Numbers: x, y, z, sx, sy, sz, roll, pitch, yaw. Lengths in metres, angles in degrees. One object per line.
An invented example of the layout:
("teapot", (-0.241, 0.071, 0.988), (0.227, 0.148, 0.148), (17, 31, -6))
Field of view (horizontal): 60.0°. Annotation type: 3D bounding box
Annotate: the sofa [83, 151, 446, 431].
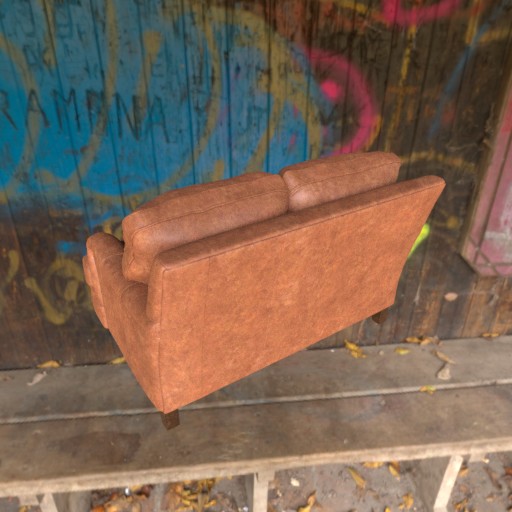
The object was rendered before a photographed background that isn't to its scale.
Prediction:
("sofa", (0.000, 0.000, 2.282), (1.527, 1.004, 1.077), (-18, 34, -29))
